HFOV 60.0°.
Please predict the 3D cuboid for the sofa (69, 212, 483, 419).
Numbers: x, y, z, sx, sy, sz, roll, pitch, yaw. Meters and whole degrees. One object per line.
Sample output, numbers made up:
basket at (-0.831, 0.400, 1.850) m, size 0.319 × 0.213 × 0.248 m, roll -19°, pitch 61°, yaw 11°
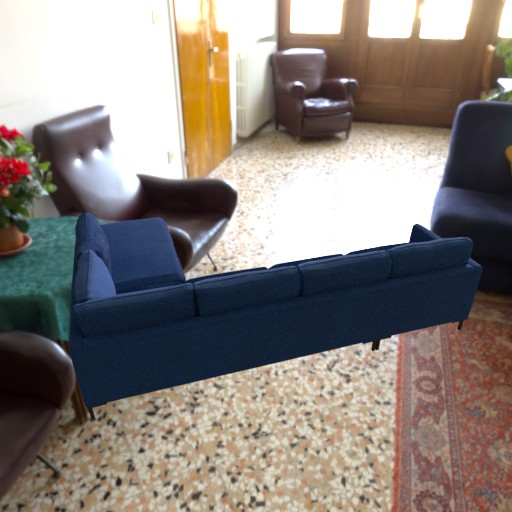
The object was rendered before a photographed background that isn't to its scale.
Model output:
sofa at (0.000, 0.000, 3.216) m, size 2.486 × 0.687 × 1.707 m, roll -9°, pitch 31°, yaw -16°
